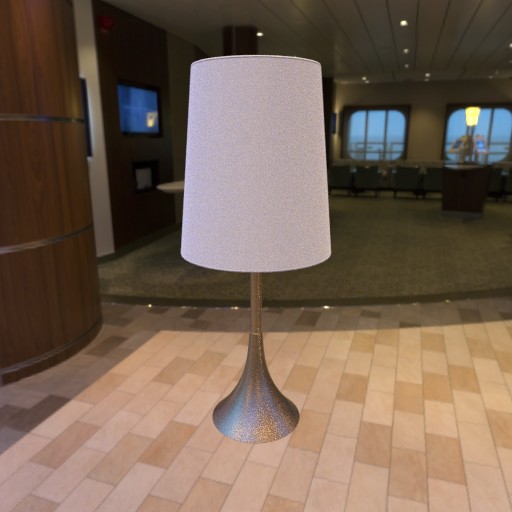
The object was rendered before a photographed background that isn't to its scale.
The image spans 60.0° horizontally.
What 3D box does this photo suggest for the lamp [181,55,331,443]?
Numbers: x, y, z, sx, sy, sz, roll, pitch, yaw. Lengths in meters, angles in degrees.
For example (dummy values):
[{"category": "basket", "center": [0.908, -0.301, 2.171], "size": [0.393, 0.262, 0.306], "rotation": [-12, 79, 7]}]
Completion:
[{"category": "lamp", "center": [0.000, 0.000, 0.693], "size": [0.231, 0.569, 0.231], "rotation": [0, 15, 0]}]
